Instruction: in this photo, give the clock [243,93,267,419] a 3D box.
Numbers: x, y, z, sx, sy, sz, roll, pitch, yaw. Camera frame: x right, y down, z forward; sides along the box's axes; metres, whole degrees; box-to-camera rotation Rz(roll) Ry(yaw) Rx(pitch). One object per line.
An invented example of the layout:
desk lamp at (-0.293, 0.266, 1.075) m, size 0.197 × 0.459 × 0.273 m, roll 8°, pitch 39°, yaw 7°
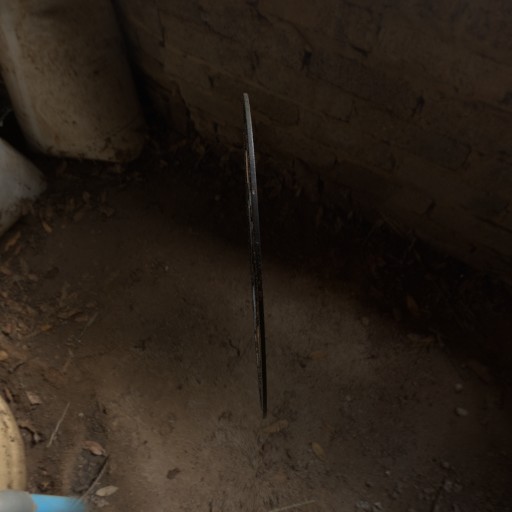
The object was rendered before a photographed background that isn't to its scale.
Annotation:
clock at (0.000, 0.000, 1.221) m, size 0.025 × 0.843 × 0.843 m, roll -3°, pitch 64°, yaw -2°
